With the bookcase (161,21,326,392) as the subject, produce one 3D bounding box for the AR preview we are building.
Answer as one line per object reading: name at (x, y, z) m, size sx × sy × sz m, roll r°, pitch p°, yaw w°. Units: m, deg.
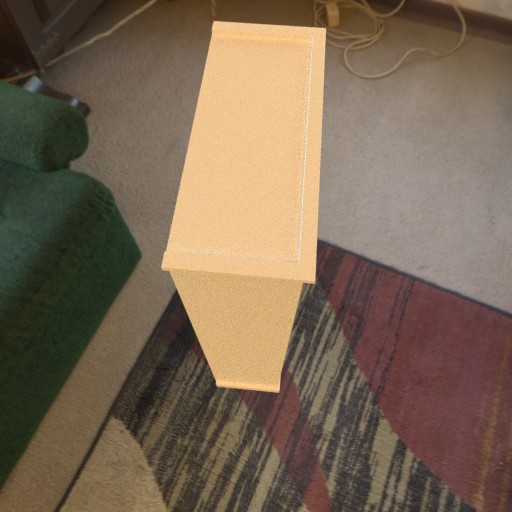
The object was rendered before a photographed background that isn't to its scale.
bookcase at (0.000, 0.000, 2.306) m, size 0.432 × 1.880 × 1.050 m, roll 5°, pitch 64°, yaw 2°
